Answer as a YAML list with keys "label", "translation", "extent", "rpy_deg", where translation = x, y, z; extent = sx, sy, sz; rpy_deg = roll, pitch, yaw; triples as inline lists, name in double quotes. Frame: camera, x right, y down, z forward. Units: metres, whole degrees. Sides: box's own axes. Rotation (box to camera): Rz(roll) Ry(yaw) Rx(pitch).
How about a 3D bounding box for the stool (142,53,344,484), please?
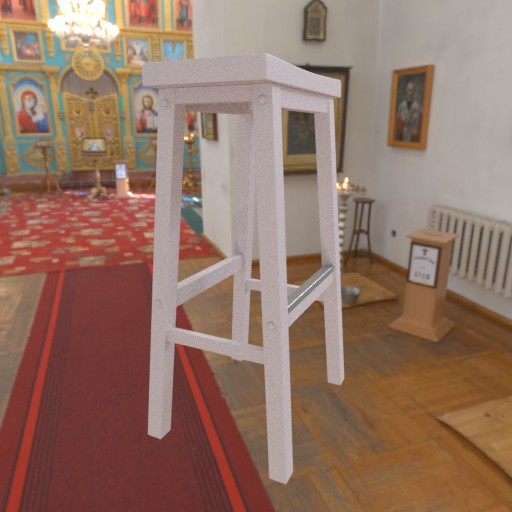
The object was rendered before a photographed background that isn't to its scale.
- label: "stool"
  translation: [0.000, 0.000, 0.965]
  extent: [0.322, 0.742, 0.406]
  rpy_deg: [7, 17, 25]
